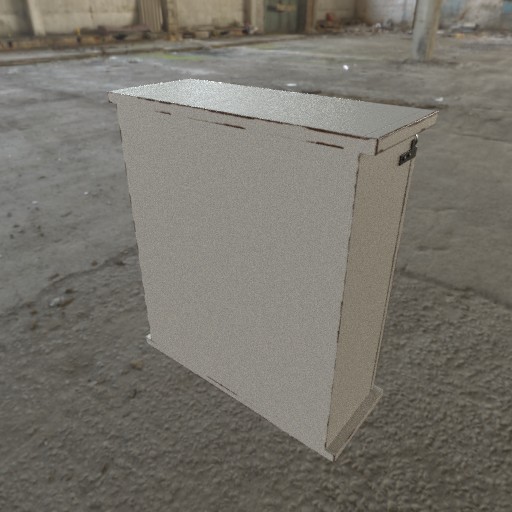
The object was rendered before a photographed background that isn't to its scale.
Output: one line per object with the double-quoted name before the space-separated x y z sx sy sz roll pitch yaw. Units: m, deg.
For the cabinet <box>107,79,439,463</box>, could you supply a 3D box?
"cabinet" 0.000 0.000 0.895 0.541 0.603 0.210 22 36 33
